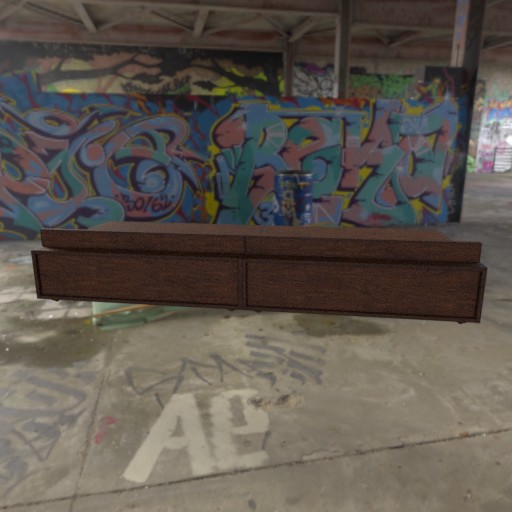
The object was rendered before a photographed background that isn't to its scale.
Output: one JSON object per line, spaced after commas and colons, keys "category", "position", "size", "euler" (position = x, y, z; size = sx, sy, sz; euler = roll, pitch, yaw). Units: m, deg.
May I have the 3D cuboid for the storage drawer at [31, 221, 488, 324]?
{"category": "storage drawer", "position": [0.000, 0.000, 2.232], "size": [1.914, 0.339, 0.774], "euler": [2, 15, 8]}
